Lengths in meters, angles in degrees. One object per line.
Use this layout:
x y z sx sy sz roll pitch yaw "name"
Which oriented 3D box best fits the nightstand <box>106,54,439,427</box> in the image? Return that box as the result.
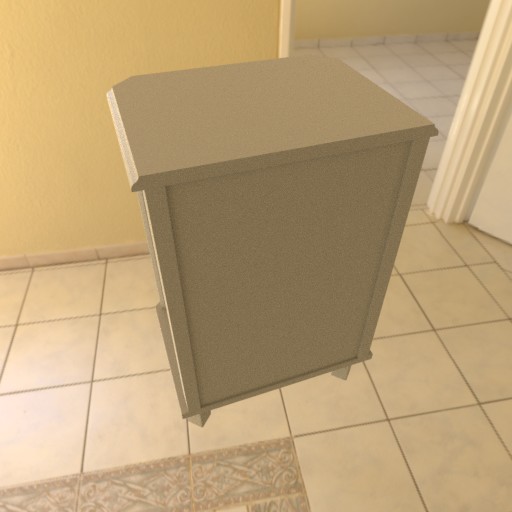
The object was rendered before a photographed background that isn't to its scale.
0.000 0.000 0.938 0.450 0.680 0.350 -13 44 -14 "nightstand"
